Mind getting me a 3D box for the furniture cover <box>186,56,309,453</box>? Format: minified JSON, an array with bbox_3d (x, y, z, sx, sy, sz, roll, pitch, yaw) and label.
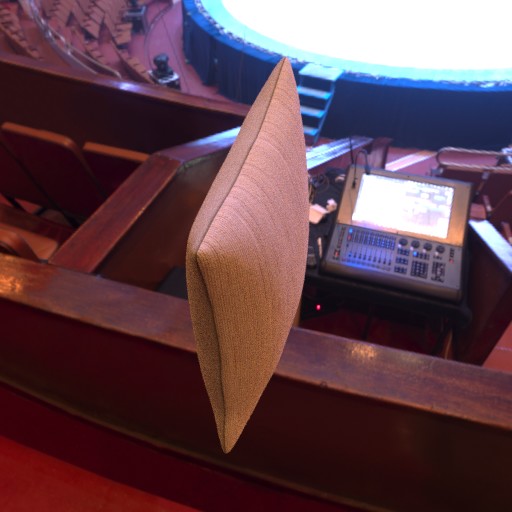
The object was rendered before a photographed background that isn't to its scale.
[{"bbox_3d":[0.000,0.000,0.786,0.178,0.506,0.512,9,46,9],"label":"furniture cover"}]
